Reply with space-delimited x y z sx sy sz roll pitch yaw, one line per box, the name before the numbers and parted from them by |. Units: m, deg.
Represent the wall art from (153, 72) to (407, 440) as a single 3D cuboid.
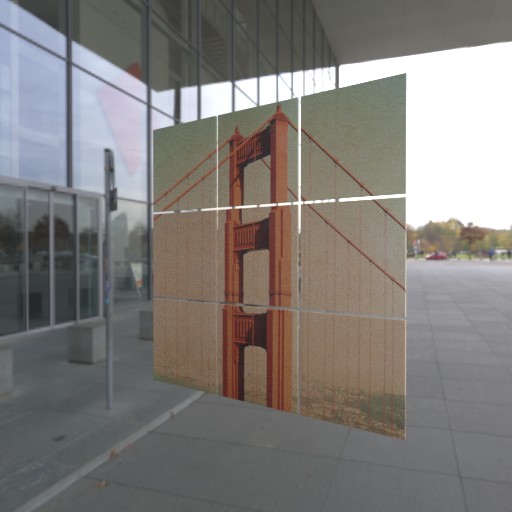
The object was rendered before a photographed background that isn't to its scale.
wall art | 0.000 0.000 2.274 1.517 1.523 0.013 0 1 35
